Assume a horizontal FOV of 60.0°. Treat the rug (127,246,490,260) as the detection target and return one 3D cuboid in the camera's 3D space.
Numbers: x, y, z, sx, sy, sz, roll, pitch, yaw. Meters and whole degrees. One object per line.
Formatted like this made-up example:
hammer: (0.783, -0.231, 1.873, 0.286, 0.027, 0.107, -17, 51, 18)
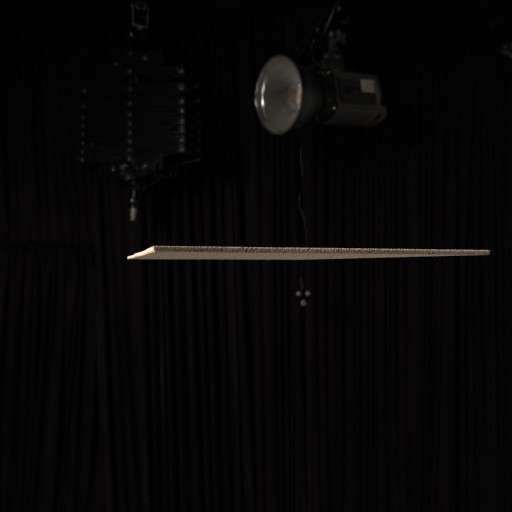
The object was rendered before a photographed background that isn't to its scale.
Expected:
rug: (0.000, 0.000, 3.417, 1.800, 0.025, 2.699, 0, -1, -18)
